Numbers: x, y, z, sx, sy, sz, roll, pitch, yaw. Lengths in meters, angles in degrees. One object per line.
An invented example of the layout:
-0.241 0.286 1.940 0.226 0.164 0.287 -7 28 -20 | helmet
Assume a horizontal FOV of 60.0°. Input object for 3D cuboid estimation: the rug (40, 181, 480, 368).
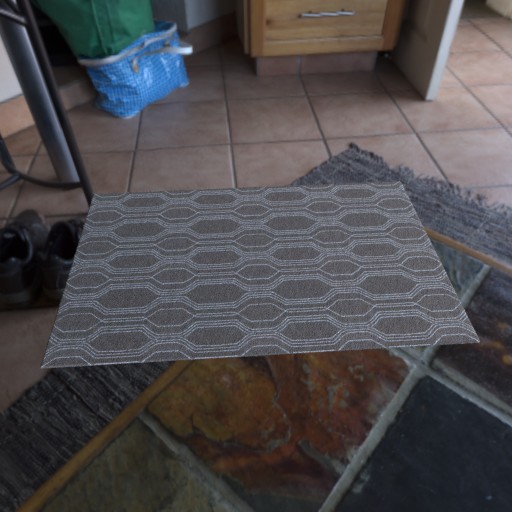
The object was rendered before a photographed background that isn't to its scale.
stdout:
0.000 0.000 3.002 2.457 0.012 1.541 -3 46 -3 | rug
